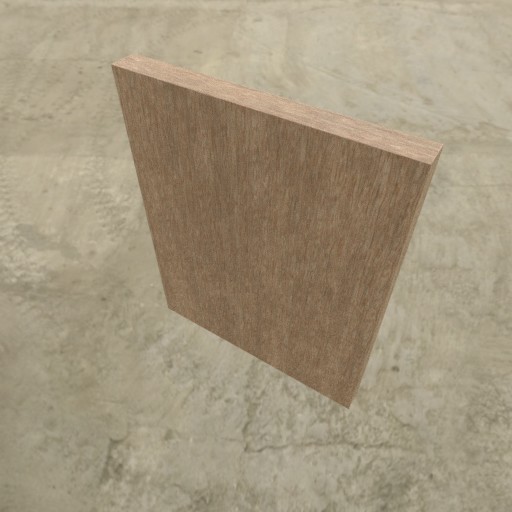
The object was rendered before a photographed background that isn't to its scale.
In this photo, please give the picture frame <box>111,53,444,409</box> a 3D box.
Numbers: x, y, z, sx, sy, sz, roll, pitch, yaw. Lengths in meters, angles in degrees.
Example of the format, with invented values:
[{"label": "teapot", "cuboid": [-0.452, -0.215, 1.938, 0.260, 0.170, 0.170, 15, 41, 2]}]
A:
[{"label": "picture frame", "cuboid": [0.000, 0.000, 0.705, 0.424, 0.526, 0.043, 25, 51, 22]}]
